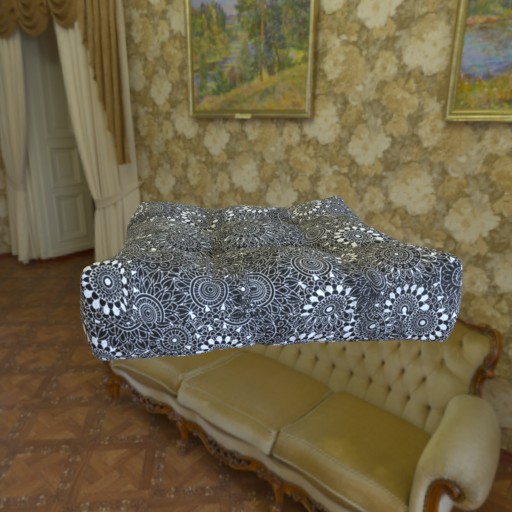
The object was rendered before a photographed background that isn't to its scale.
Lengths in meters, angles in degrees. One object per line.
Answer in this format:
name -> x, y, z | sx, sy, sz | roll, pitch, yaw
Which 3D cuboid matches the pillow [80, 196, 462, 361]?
pillow -> 0.000, 0.000, 0.740 | 0.468, 0.128, 0.490 | -2, 17, -7
